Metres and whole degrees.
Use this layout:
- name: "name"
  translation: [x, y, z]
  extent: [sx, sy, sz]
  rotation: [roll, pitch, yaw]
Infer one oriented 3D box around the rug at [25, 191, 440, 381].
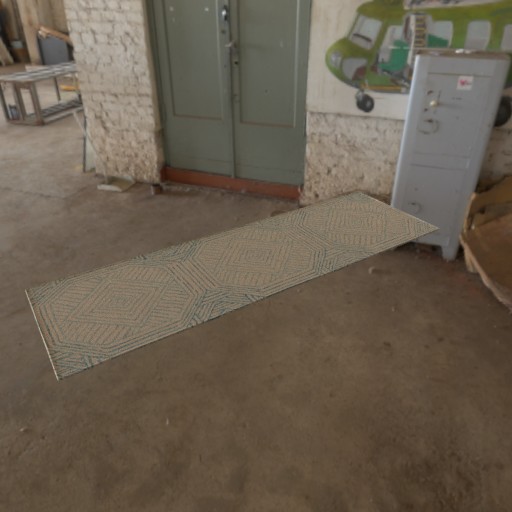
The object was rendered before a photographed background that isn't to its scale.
- name: "rug"
  translation: [0.000, 0.000, 2.674]
  extent: [2.452, 0.012, 0.775]
  rotation: [-19, 36, -28]
